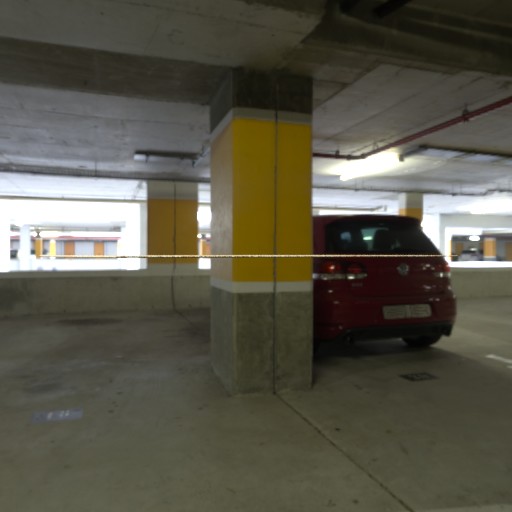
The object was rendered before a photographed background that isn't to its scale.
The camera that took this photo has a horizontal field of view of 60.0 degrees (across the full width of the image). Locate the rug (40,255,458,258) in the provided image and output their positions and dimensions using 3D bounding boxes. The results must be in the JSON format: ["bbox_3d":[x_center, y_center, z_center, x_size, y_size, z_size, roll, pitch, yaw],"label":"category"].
[{"bbox_3d":[0.000,0.000,3.011,2.446,0.009,1.529,0,0,-36],"label":"rug"}]
